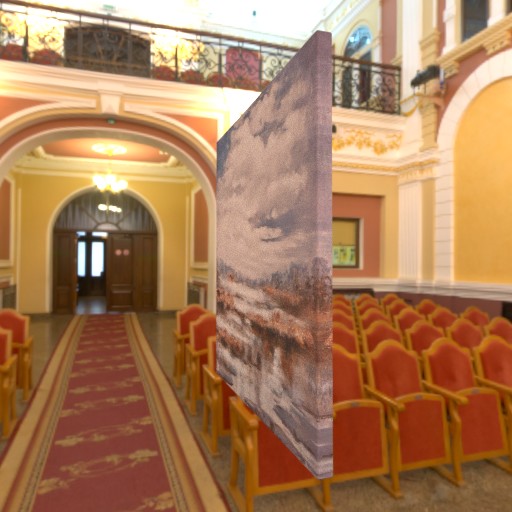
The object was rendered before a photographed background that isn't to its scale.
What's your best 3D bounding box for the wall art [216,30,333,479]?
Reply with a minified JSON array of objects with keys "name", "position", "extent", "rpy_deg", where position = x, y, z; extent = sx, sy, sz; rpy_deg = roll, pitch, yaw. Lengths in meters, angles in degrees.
[{"name":"wall art","position":[0.000,0.000,1.487],"extent":[0.040,1.020,1.010],"rpy_deg":[0,-1,-18]}]
